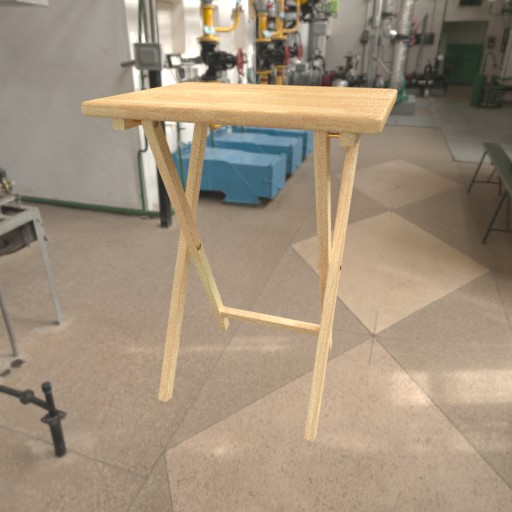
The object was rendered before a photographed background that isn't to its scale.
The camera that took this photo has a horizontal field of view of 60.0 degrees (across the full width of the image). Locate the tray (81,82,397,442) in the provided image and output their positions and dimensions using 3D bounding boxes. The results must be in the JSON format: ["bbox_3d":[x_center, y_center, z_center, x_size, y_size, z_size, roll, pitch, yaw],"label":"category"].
[{"bbox_3d":[0.000,0.000,0.960,0.483,0.660,0.381,9,28,17],"label":"tray"}]
